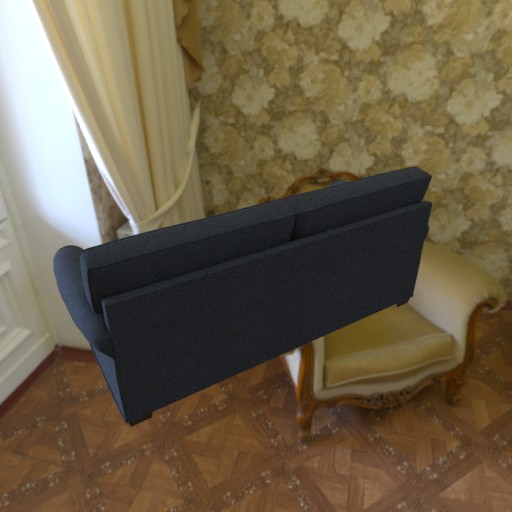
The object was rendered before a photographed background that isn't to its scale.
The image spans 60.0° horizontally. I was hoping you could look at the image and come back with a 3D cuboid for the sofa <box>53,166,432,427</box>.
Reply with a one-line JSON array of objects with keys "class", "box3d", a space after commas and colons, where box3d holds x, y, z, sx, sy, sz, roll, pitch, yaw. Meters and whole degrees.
[{"class": "sofa", "box3d": [0.000, 0.000, 2.932, 2.391, 1.026, 0.954, -17, 34, -27]}]
